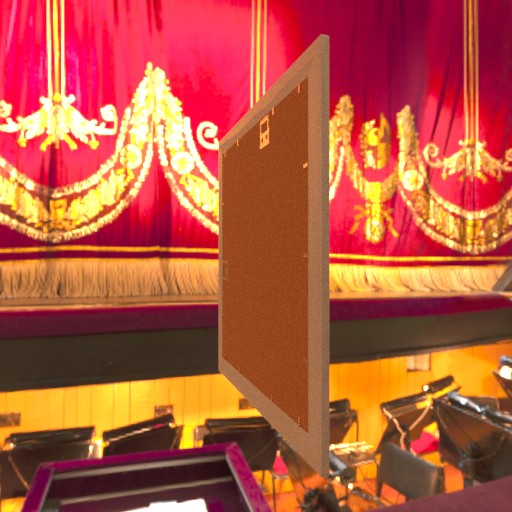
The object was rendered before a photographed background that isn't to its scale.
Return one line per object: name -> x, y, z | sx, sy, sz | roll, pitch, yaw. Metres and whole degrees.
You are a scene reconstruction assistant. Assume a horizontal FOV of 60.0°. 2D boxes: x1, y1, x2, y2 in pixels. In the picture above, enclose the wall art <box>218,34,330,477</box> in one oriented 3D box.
wall art -> 0.000, 0.000, 0.862 | 0.013, 0.584, 0.584 | 0, 0, -18
